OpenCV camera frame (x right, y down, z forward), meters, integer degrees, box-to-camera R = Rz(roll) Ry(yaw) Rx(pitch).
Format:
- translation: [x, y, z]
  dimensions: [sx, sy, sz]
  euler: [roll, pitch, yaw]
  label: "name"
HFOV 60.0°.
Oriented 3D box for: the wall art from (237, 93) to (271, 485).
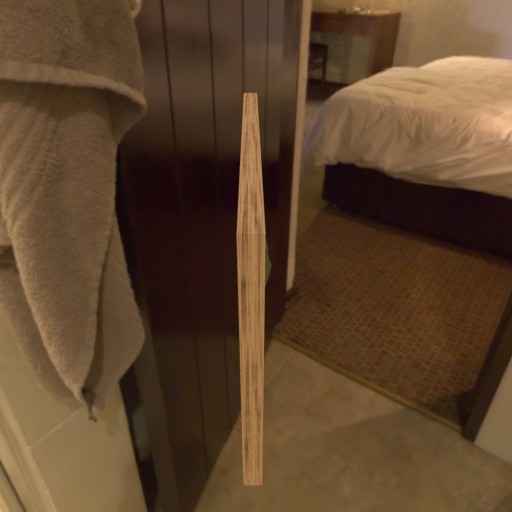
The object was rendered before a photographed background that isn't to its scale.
- translation: [0.000, 0.000, 1.124]
  dimensions: [0.063, 0.609, 0.841]
  euler: [0, 33, -1]
  label: "wall art"
